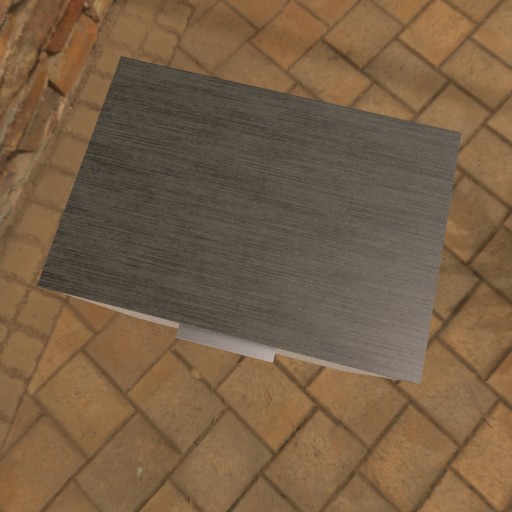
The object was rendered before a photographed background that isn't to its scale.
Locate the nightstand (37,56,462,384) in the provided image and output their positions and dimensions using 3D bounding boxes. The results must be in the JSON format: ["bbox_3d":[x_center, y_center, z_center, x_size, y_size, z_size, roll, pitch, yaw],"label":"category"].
[{"bbox_3d":[0.000,0.000,0.748,0.441,0.460,0.325,14,78,3],"label":"nightstand"}]
